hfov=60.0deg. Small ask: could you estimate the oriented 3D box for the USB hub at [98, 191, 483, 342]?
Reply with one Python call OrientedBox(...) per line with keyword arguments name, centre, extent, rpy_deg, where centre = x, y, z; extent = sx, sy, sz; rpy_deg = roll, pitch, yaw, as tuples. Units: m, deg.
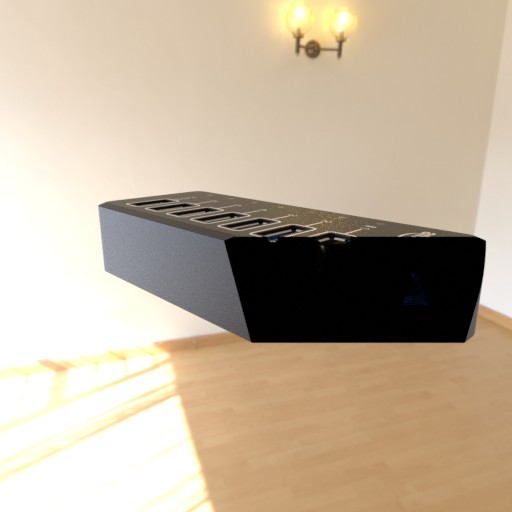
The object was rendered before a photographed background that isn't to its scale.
OrientedBox(name="USB hub", centre=(0.000, 0.000, 0.126), extent=(0.044, 0.023, 0.110), rpy_deg=(-15, 22, -42))
